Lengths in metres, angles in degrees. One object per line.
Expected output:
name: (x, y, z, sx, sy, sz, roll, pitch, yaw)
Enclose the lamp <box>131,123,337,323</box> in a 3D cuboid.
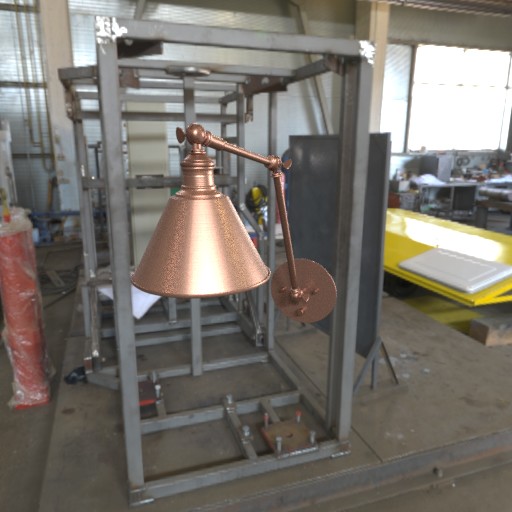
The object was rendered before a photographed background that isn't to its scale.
lamp: (0.000, 0.000, 0.900, 0.223, 0.502, 0.624, 7, 16, 25)
